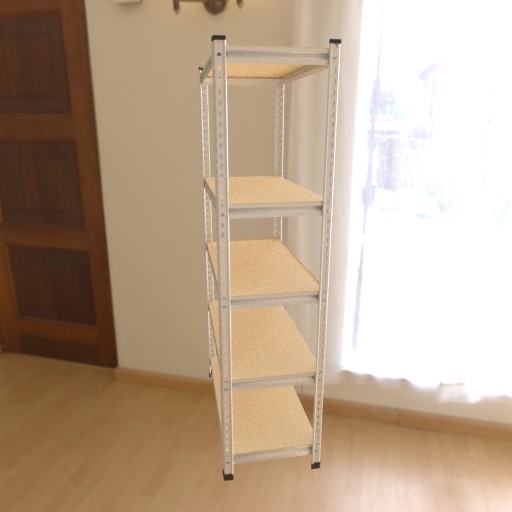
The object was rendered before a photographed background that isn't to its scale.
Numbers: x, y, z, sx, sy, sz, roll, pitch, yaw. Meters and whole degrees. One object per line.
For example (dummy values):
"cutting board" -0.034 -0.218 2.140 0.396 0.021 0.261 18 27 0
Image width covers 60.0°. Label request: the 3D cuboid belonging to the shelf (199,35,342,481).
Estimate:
"shelf" 0.000 0.000 2.208 0.457 1.829 0.914 -3 17 -10
